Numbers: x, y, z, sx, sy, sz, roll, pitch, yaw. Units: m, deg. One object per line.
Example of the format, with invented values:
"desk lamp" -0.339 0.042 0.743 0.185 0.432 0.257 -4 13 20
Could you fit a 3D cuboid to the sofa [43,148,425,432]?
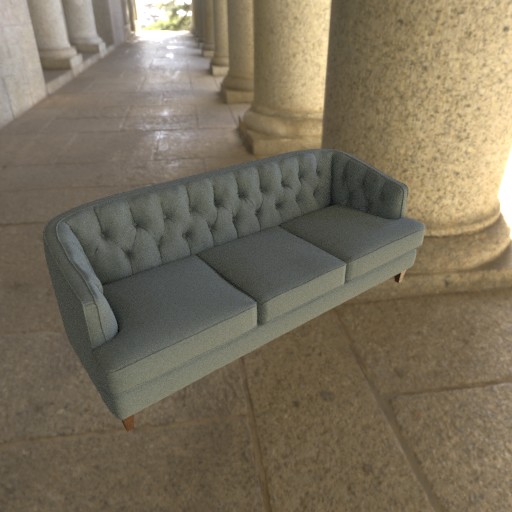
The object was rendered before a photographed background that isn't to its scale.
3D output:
"sofa" 0.000 0.000 2.735 2.278 0.855 0.941 -21 36 -32
